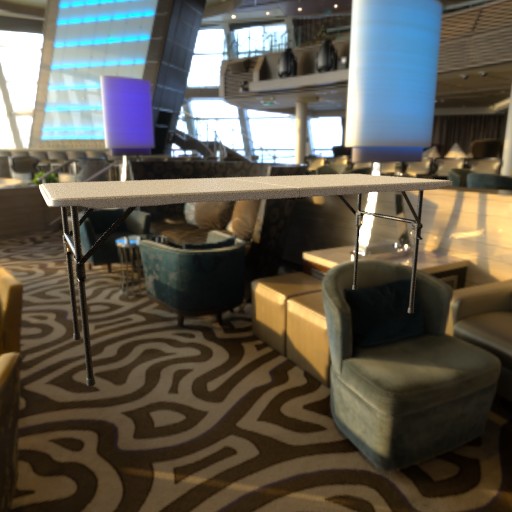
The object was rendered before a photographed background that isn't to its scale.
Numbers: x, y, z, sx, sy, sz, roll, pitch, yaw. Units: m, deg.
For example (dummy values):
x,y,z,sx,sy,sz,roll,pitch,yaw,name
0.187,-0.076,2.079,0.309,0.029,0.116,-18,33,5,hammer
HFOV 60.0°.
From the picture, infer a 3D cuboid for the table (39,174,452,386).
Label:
x,y,z,sx,sy,sz,roll,pitch,yaw,name
0.000,0.000,2.178,1.829,0.719,0.761,-7,15,-27,table
